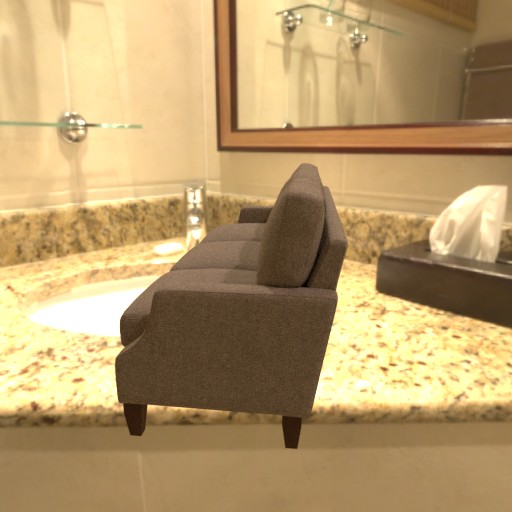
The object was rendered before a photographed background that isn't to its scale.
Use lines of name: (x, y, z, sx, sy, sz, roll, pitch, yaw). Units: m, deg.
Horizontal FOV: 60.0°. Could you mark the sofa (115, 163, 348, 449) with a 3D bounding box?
sofa: (0.000, 0.000, 2.585, 0.888, 0.984, 2.115, 2, 15, 7)
